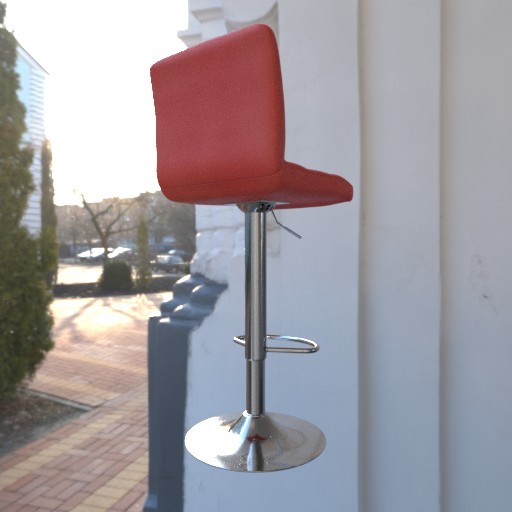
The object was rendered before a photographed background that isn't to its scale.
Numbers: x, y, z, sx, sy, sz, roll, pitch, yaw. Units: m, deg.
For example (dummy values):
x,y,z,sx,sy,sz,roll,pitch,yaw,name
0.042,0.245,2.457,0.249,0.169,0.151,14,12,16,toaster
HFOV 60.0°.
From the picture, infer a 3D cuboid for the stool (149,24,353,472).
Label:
x,y,z,sx,sy,sz,roll,pitch,yaw,name
0.000,0.000,1.344,0.430,1.115,0.505,0,1,36,stool
